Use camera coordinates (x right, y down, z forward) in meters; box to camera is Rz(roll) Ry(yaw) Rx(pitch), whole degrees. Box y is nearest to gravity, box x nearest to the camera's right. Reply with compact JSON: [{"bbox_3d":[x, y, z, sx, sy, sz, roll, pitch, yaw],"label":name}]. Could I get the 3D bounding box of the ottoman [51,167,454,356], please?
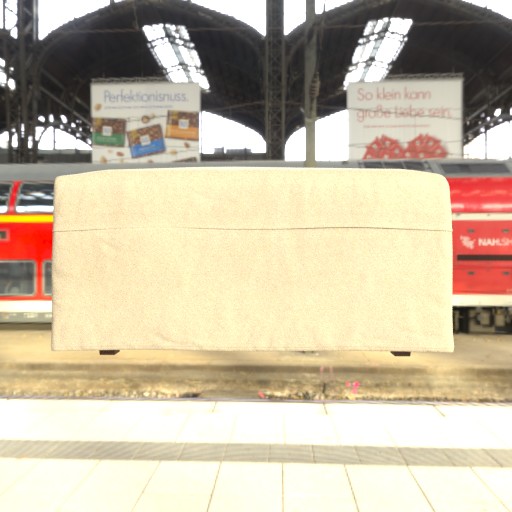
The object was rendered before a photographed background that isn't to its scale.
[{"bbox_3d":[0.000,0.000,1.211,0.872,0.444,0.590,0,0,1],"label":"ottoman"}]
